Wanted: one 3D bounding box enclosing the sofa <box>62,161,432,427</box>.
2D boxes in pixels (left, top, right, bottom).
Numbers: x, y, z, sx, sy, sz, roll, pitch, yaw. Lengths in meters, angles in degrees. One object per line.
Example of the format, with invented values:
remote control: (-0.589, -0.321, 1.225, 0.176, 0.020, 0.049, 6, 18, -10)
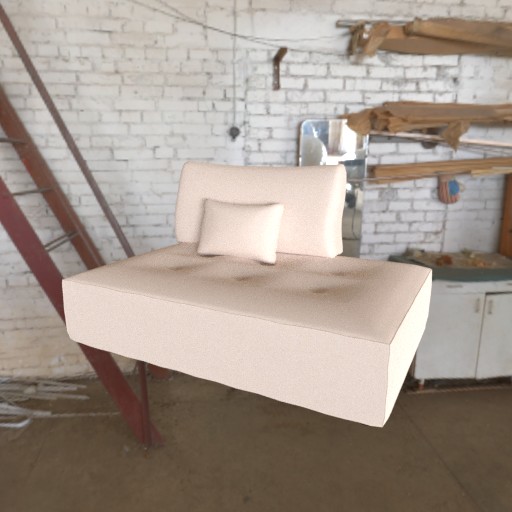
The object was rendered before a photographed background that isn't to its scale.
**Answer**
sofa: (0.000, 0.000, 2.063, 1.450, 0.820, 1.000, 7, 15, 27)
